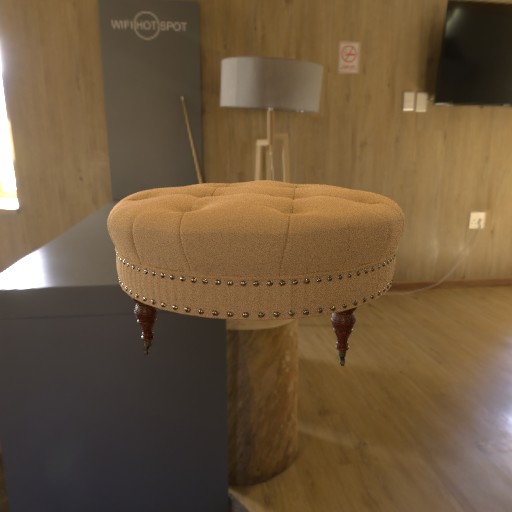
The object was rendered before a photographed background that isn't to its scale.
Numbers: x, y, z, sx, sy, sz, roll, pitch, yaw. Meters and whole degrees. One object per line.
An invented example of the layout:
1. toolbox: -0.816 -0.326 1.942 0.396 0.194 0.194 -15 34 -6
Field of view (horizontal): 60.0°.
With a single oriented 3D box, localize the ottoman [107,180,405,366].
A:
1. ottoman: 0.000 0.000 1.417 0.901 0.439 0.901 0 14 0
